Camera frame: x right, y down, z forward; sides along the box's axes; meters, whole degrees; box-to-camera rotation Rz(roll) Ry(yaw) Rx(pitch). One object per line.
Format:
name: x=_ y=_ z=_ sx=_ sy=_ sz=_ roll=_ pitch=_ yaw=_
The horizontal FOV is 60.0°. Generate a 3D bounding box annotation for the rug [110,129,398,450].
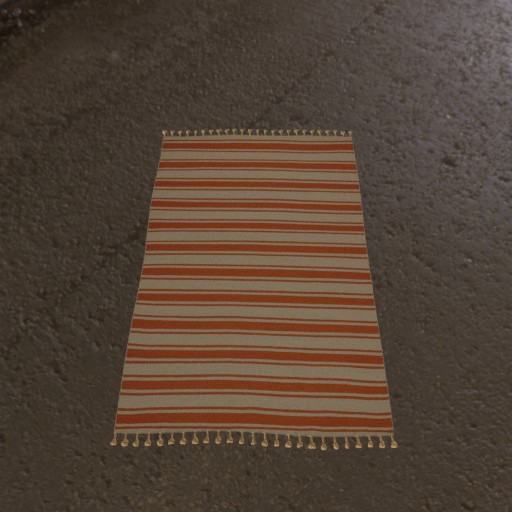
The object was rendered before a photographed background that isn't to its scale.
rug: x=0.000 y=0.000 z=3.021 sx=1.556 sy=0.022 sz=2.433 roll=1 pitch=59 yaw=0
